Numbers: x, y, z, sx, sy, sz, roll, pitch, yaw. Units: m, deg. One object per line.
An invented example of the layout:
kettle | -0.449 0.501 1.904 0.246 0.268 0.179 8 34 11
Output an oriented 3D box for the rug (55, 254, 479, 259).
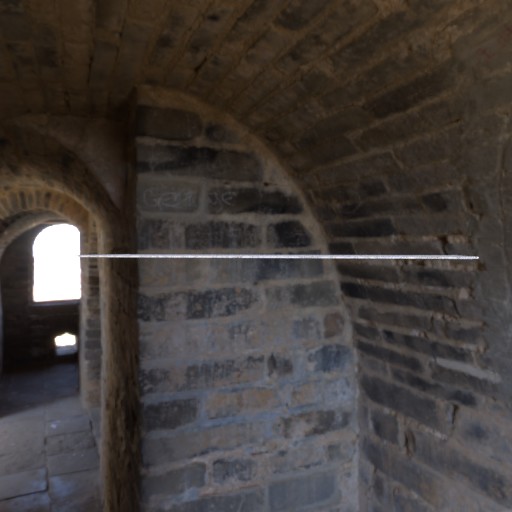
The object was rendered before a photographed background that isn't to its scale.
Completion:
rug | 0.000 0.000 2.810 2.436 0.013 0.807 0 1 17
